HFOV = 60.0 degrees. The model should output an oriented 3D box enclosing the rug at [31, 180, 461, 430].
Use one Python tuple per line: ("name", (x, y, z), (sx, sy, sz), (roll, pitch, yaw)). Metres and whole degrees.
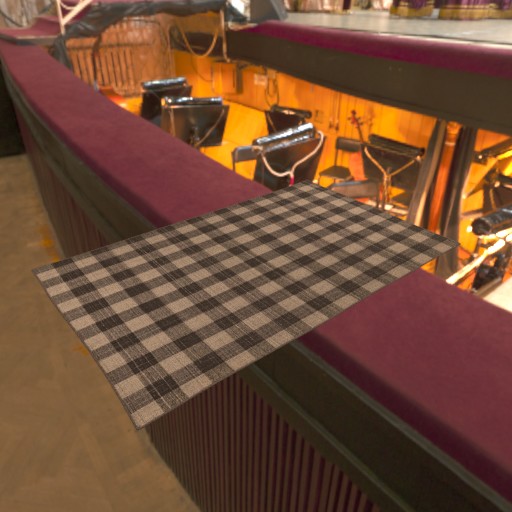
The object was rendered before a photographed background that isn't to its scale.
("rug", (0.000, 0.000, 2.985), (2.476, 0.011, 1.554), (-22, 38, -32))
